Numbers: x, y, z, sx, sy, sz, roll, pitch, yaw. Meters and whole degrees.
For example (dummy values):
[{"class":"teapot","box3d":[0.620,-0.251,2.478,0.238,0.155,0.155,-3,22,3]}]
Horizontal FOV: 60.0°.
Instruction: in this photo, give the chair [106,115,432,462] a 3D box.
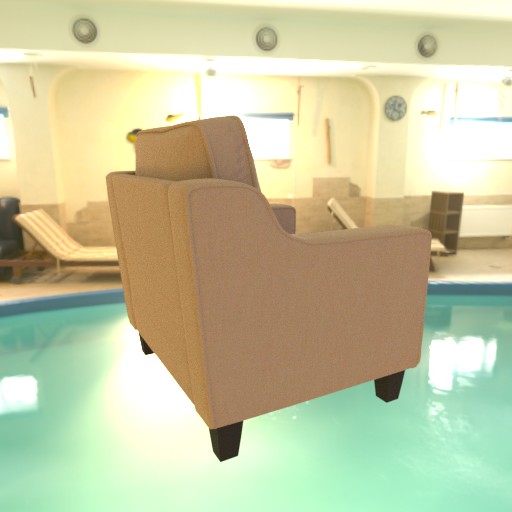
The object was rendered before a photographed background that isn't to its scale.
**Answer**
[{"class":"chair","box3d":[0.000,0.000,1.657,0.882,0.948,0.922,-7,14,-28]}]
